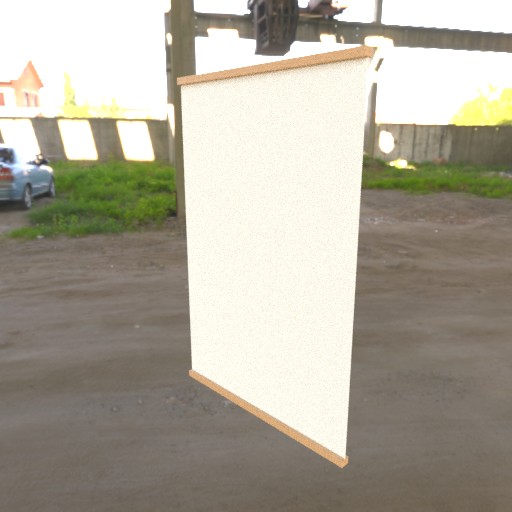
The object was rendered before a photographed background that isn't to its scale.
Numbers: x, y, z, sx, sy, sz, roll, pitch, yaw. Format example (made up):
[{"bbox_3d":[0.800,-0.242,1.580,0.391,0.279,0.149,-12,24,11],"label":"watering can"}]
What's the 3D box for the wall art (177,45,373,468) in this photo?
[{"bbox_3d":[0.000,0.000,1.276,0.027,1.020,0.669,-14,20,-43],"label":"wall art"}]
